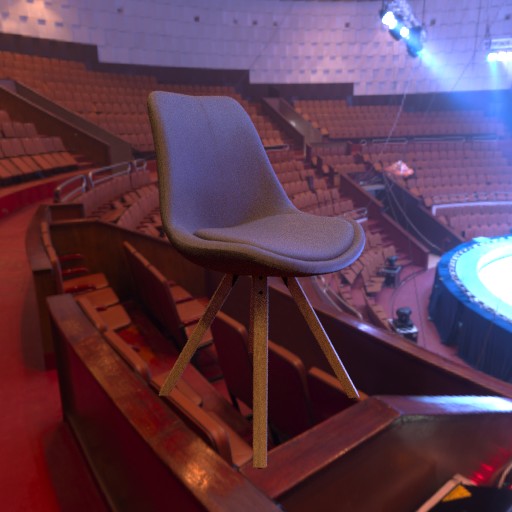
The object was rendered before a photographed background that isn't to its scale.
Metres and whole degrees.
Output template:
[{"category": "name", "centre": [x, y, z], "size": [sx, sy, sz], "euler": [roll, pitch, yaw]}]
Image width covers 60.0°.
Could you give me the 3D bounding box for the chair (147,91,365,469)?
[{"category": "chair", "centre": [0.000, 0.000, 1.211], "size": [0.547, 0.865, 0.483], "euler": [15, 21, 43]}]
